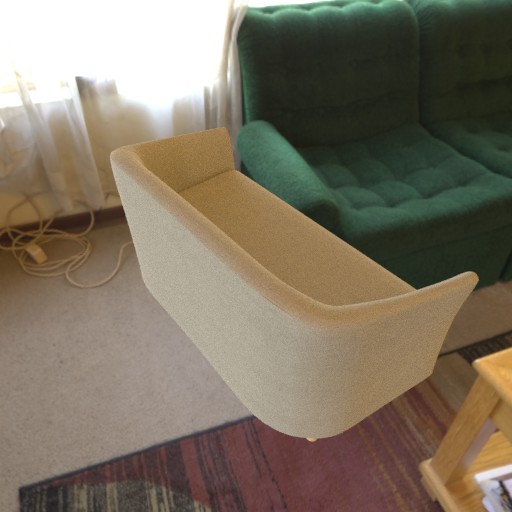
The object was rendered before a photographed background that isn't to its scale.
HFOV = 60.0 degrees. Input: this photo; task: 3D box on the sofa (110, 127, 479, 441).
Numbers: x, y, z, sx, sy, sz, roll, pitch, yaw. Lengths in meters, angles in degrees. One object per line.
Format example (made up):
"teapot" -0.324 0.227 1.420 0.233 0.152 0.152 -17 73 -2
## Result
"sofa" 0.000 0.000 1.826 0.705 0.721 1.452 -26 46 -28
